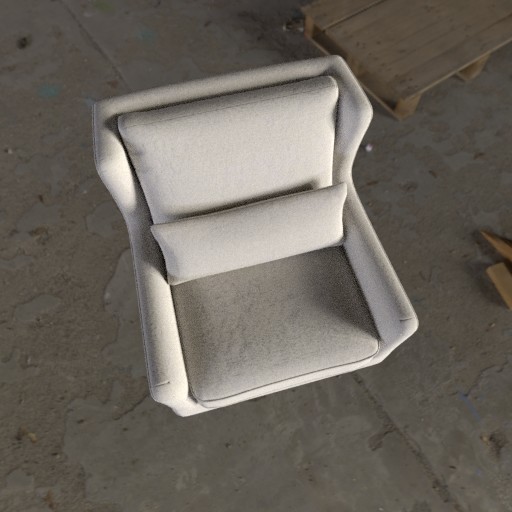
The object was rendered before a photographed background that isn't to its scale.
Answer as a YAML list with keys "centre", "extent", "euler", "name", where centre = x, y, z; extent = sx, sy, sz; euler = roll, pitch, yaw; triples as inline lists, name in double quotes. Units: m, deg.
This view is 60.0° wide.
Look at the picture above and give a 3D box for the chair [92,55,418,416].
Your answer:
- centre: [0.000, 0.000, 1.835]
  extent: [0.982, 1.056, 1.040]
  euler: [-13, 64, -7]
  name: "chair"
